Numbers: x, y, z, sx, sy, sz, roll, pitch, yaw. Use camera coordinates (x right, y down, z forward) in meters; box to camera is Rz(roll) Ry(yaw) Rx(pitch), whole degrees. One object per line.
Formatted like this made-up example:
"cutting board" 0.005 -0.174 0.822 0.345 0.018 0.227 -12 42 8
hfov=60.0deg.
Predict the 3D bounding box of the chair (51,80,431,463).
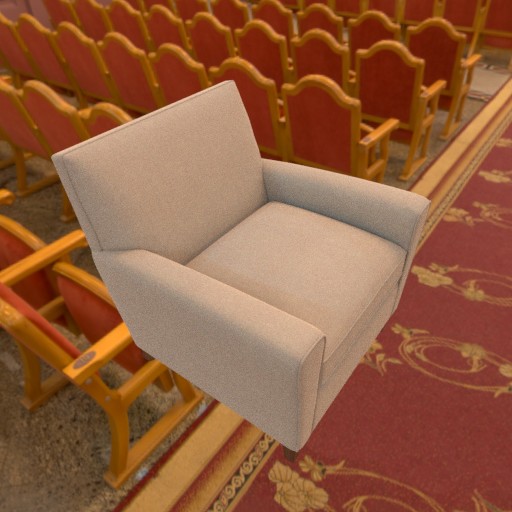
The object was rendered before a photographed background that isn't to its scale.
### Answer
"chair" 0.000 0.000 1.538 0.871 0.846 0.840 25 46 27
